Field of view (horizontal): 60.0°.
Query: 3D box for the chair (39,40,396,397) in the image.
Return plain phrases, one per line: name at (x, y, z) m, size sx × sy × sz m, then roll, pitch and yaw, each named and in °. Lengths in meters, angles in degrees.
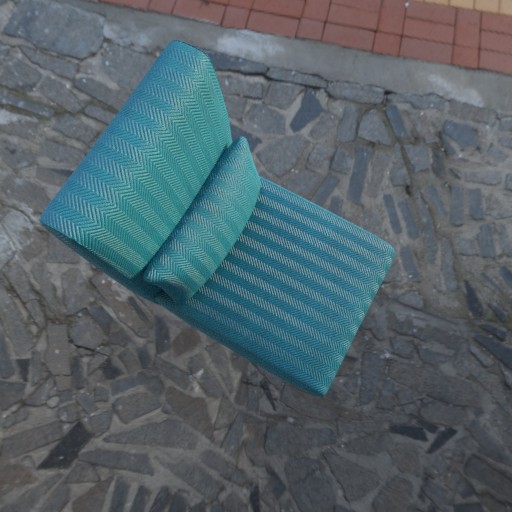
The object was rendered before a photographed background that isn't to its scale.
chair at (0.000, 0.000, 1.411) m, size 0.808 × 0.927 × 0.579 m, roll 29°, pitch 76°, yaw 8°
